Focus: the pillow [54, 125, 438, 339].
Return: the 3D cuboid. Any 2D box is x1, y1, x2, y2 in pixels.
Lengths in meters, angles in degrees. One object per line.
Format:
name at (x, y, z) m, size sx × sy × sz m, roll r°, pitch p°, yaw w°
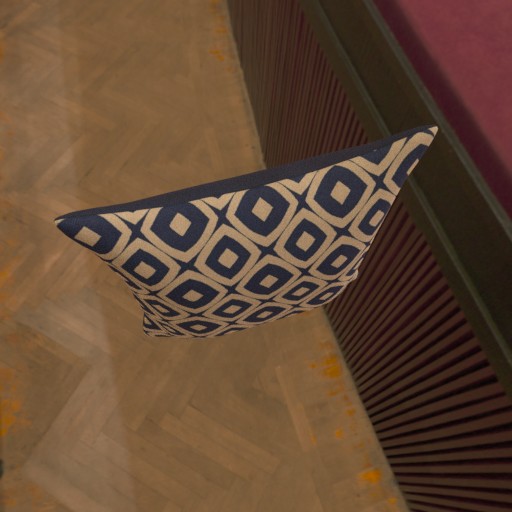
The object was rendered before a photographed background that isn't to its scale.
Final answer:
pillow at (0.000, 0.000, 0.777) m, size 0.504 × 0.494 × 0.188 m, roll -15°, pitch 65°, yaw -7°
